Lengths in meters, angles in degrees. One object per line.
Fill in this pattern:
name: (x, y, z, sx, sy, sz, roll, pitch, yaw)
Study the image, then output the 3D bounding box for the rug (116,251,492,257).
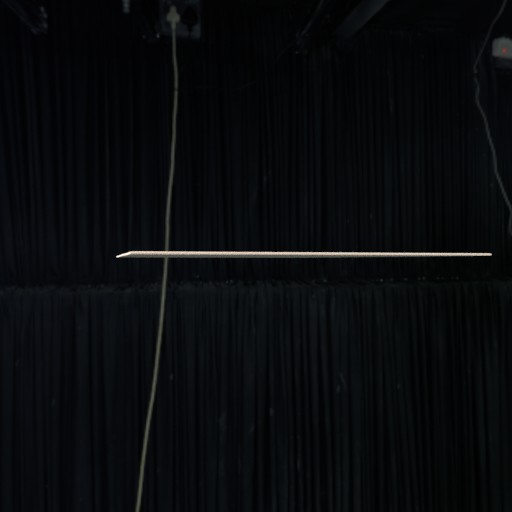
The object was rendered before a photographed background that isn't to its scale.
rug: (0.000, 0.000, 3.903, 2.288, 0.018, 2.895, 0, -1, -19)
